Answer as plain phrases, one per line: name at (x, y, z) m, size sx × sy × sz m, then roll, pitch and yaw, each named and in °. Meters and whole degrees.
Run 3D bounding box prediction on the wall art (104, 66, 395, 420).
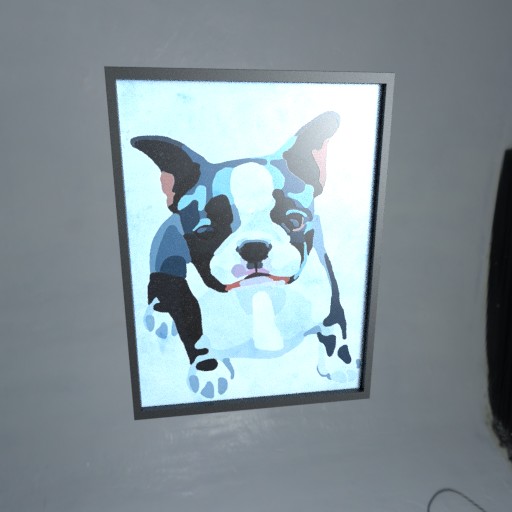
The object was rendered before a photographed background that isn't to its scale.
wall art at (0.000, 0.000, 1.319) m, size 0.774 × 1.027 × 0.030 m, roll -2°, pitch 16°, yaw -8°
